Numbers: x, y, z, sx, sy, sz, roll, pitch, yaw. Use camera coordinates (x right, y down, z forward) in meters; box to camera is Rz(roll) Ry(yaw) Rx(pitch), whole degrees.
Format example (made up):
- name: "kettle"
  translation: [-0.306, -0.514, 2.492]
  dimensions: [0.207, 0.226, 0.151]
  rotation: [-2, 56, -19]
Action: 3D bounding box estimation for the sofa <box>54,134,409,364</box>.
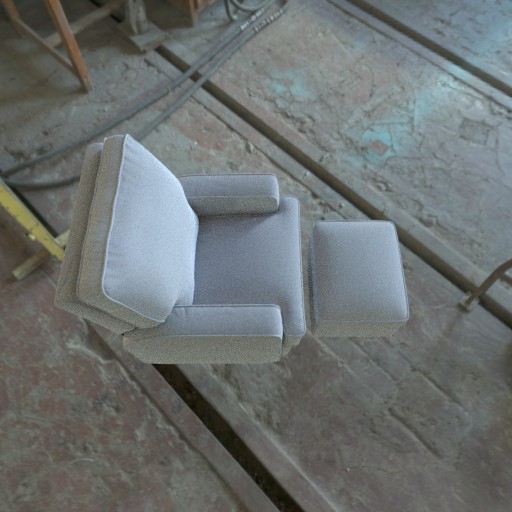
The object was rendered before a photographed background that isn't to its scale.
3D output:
- name: "sofa"
  translation: [0.000, 0.000, 2.090]
  dimensions: [1.472, 0.959, 0.861]
  rotation: [0, 64, 0]
